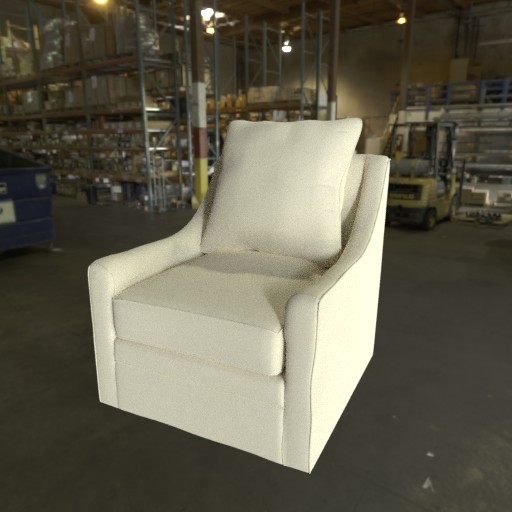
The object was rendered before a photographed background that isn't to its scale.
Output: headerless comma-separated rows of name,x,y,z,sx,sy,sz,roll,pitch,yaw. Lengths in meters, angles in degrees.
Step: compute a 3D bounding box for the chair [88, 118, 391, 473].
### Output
chair,0.000,0.000,1.583,0.756,0.965,0.876,7,16,26
